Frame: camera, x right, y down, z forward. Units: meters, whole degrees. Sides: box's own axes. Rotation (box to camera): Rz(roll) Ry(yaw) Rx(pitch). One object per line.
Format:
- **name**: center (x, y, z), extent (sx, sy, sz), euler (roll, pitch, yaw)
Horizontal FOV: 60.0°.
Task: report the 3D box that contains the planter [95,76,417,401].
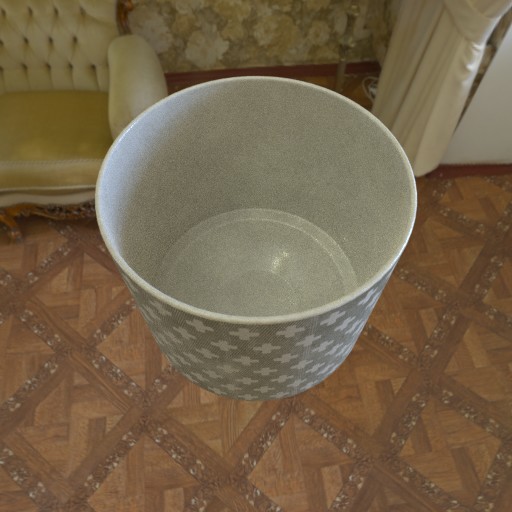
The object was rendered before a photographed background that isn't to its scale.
- **planter**: center (0.000, 0.000, 0.342), extent (0.190, 0.181, 0.190), euler (0, 58, 0)
